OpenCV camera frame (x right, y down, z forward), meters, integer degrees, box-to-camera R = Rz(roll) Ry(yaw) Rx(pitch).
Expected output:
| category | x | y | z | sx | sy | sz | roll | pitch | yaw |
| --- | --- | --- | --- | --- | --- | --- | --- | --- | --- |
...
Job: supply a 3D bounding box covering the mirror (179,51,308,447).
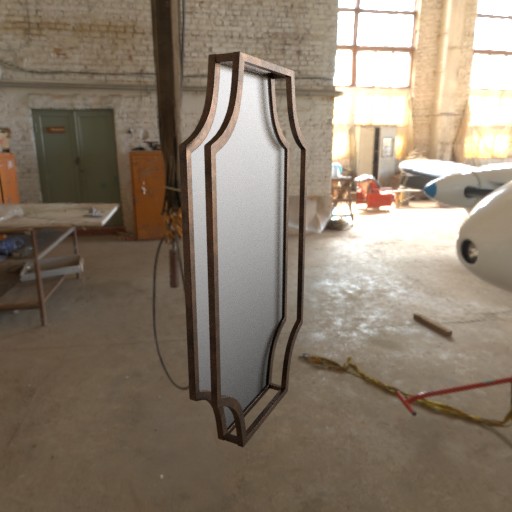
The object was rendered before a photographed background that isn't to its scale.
| category | x | y | z | sx | sy | sz | roll | pitch | yaw |
| --- | --- | --- | --- | --- | --- | --- | --- | --- | --- |
| mirror | 0.000 | 0.000 | 1.007 | 0.066 | 0.811 | 0.462 | 7 | 16 | 26 |
